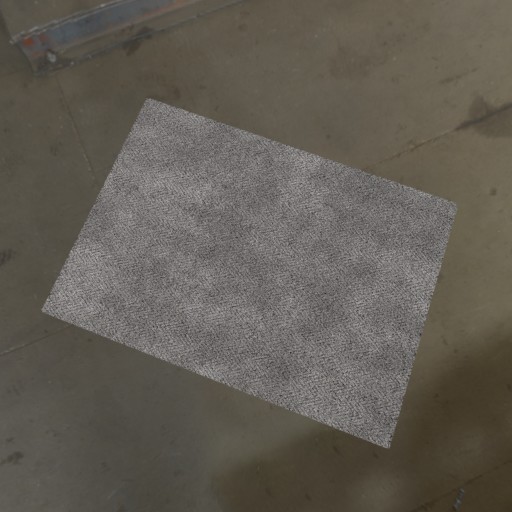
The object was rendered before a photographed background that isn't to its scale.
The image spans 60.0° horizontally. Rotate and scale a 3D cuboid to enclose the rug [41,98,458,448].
[{"bbox_3d":[0.000,0.000,2.824,2.235,0.008,1.600,20,77,5],"label":"rug"}]
